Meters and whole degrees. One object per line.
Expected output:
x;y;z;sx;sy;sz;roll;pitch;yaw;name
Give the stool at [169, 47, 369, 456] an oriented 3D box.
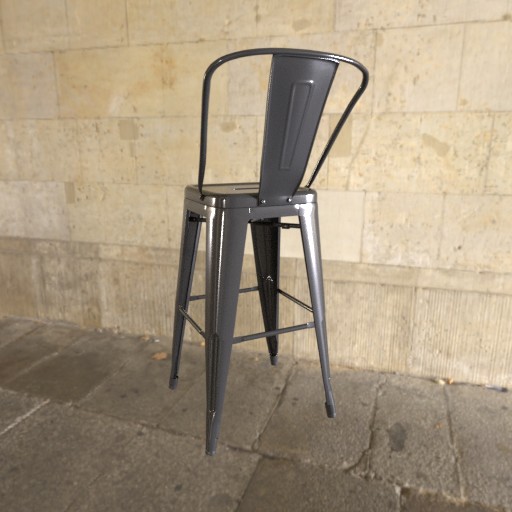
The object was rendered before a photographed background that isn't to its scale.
0.000;0.000;1.291;0.432;1.022;0.528;-7;15;-25;stool
